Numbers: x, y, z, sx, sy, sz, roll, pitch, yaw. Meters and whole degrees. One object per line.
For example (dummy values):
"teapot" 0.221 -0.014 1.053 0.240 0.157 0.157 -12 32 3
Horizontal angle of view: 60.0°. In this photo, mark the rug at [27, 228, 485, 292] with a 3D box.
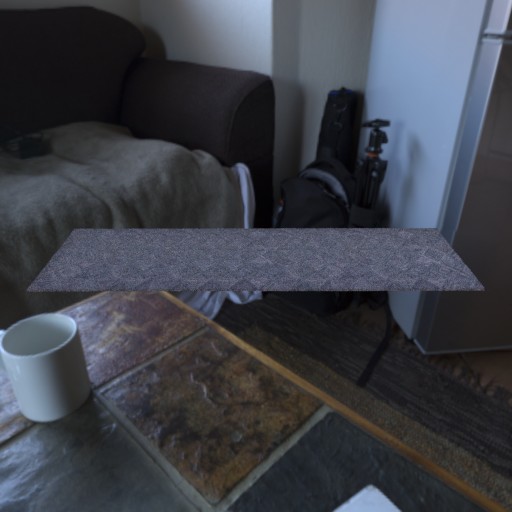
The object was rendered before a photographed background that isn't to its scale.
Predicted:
"rug" 0.000 0.000 2.508 2.296 0.011 0.691 0 30 0
